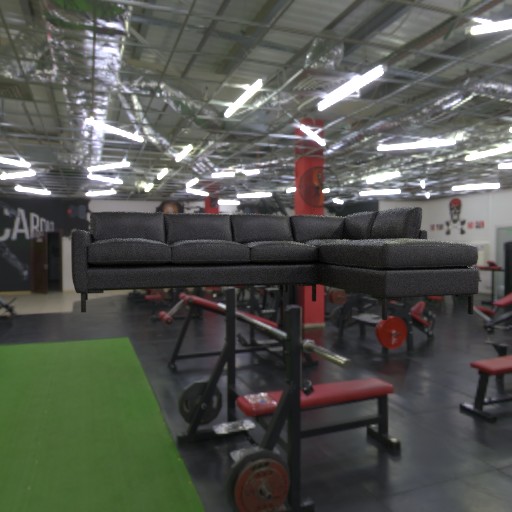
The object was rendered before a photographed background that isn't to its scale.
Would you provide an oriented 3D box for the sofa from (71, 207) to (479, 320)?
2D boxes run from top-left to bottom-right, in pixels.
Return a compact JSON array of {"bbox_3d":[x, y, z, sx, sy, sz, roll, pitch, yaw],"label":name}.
[{"bbox_3d":[0.000,0.000,3.828,2.984,0.877,1.938,-1,2,-18],"label":"sofa"}]
